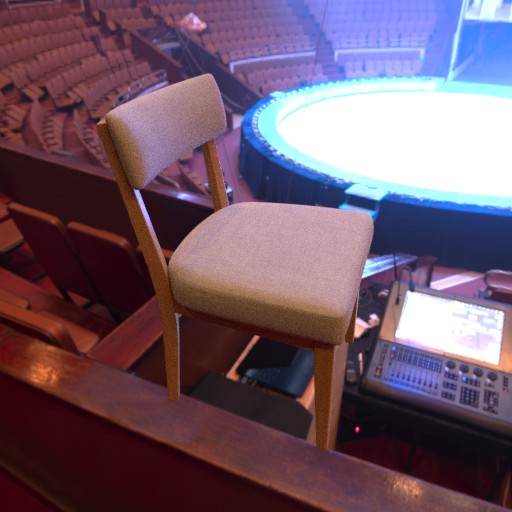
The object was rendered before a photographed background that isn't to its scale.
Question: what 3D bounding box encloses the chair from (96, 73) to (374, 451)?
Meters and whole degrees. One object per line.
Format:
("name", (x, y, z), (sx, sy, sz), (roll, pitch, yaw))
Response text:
("chair", (0.000, 0.000, 1.201), (0.572, 0.832, 0.508), (11, 33, 17))
